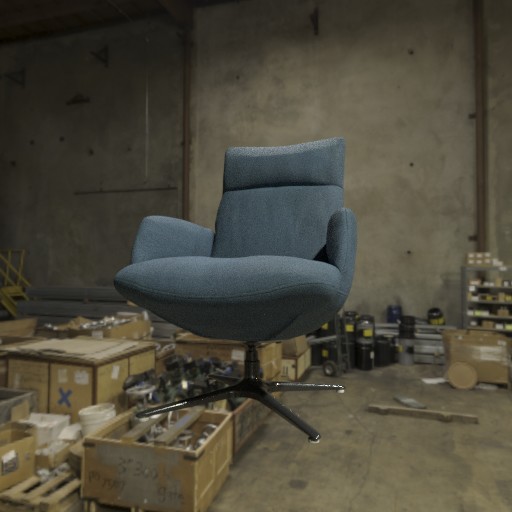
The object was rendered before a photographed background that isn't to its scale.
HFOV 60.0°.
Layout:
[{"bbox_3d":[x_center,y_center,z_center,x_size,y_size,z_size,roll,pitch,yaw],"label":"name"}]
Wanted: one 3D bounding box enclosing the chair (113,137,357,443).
[{"bbox_3d":[0.000,0.000,1.569,0.711,1.016,0.889,-1,-2,19],"label":"chair"}]
